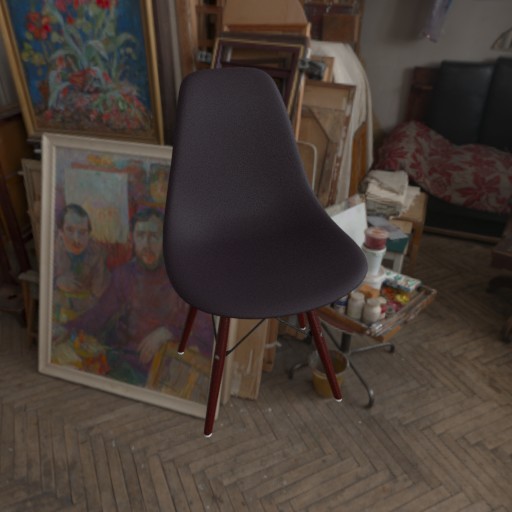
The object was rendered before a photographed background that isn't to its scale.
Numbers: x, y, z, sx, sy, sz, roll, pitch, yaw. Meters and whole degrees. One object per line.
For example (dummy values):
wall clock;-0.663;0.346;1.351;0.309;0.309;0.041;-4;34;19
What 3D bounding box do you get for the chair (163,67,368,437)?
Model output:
chair;0.000;0.000;1.141;0.470;0.826;0.533;-10;33;-15
